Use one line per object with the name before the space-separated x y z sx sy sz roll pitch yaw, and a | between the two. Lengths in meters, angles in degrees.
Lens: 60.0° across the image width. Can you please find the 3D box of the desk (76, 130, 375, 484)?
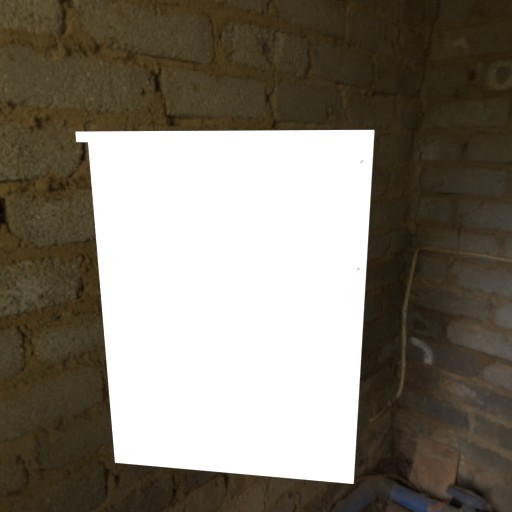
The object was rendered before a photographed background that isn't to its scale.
desk | 0.000 0.000 1.431 0.560 0.730 1.100 2 13 7
